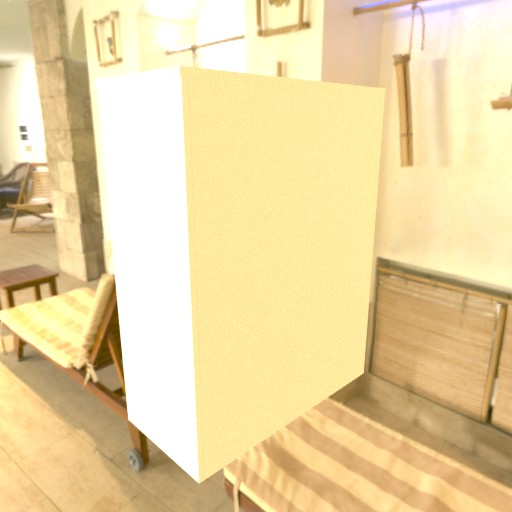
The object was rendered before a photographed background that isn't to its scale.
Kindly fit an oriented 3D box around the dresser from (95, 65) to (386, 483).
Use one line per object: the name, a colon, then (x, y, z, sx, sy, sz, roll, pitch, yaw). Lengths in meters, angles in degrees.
dresser: (0.000, 0.000, 1.436, 0.800, 1.040, 0.380, -15, 22, -42)
